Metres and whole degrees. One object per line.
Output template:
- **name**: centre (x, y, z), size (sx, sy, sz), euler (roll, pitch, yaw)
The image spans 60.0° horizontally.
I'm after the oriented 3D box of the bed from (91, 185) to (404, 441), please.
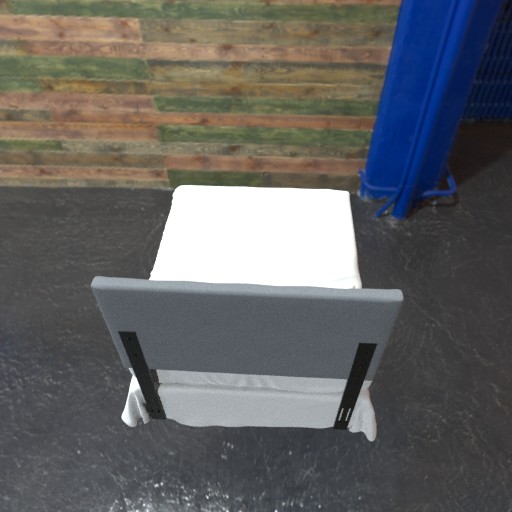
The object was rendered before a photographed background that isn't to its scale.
- **bed**: centre (0.000, 0.000, 3.537), size (1.936, 1.577, 2.222), euler (2, 46, 2)
